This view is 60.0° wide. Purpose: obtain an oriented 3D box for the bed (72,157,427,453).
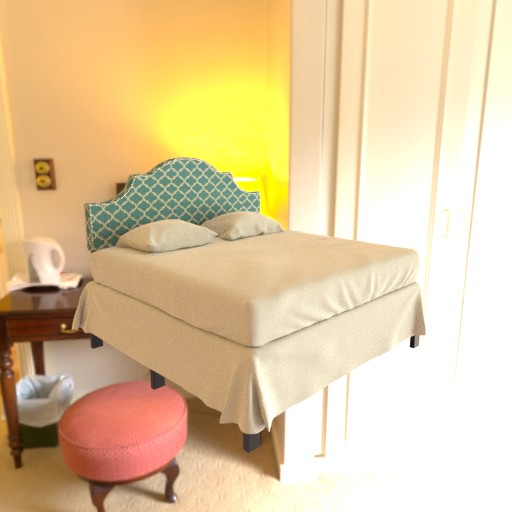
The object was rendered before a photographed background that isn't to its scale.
[{"bbox_3d":[0.000,0.000,3.682,2.314,1.601,2.222,-12,17,-43],"label":"bed"}]
